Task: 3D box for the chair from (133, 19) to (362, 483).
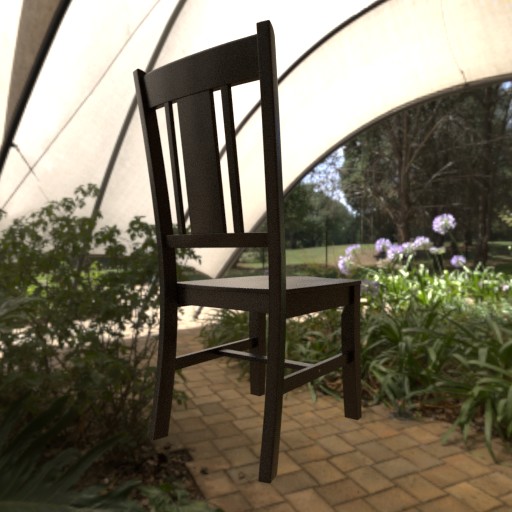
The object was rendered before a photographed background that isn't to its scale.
[{"bbox_3d":[0.000,0.000,1.268,0.450,0.998,0.555,0,1,37],"label":"chair"}]
